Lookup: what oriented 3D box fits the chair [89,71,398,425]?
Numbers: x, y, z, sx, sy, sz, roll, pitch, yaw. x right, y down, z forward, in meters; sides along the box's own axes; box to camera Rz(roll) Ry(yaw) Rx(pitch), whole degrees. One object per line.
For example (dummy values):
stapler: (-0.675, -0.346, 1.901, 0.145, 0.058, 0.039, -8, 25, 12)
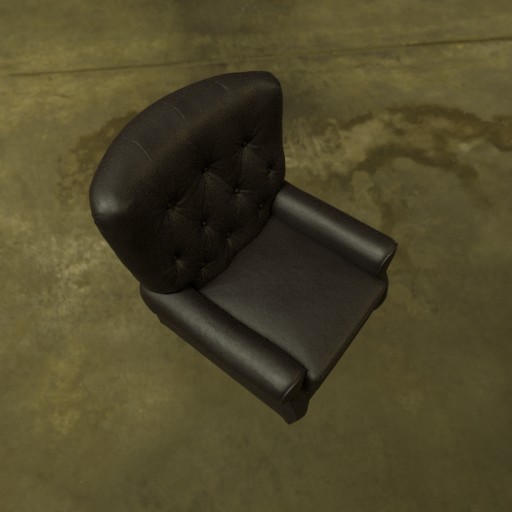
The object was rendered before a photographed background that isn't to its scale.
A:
chair: (0.000, 0.000, 1.925, 1.058, 1.158, 0.948, 33, 63, 20)
